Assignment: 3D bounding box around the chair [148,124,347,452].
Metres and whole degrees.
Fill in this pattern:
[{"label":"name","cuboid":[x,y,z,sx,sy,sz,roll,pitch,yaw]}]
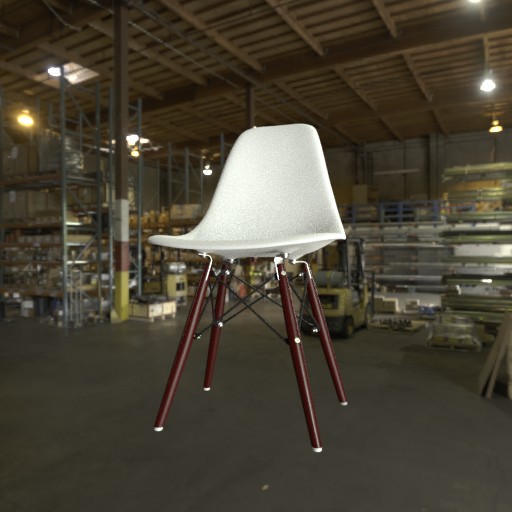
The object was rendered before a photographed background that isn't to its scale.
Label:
[{"label":"chair","cuboid":[0.000,0.000,1.166,0.470,0.826,0.533,0,0,17]}]
